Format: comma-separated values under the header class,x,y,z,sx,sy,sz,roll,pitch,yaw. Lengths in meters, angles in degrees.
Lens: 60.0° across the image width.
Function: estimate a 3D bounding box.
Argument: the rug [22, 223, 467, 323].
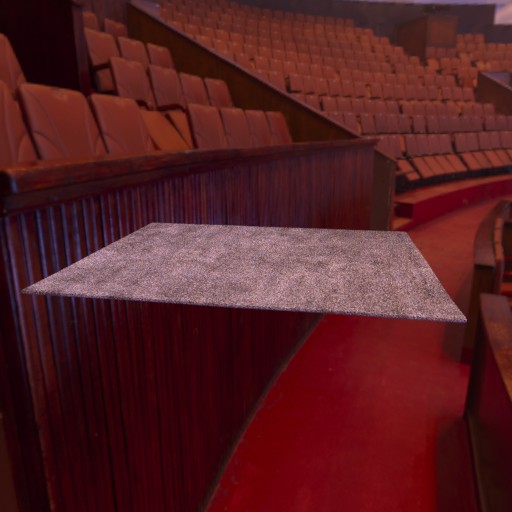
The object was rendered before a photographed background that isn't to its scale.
class,x,y,z,sx,sy,sz,roll,pitch,yaw
rug,0.000,0.000,4.060,3.000,0.025,2.401,3,16,9
